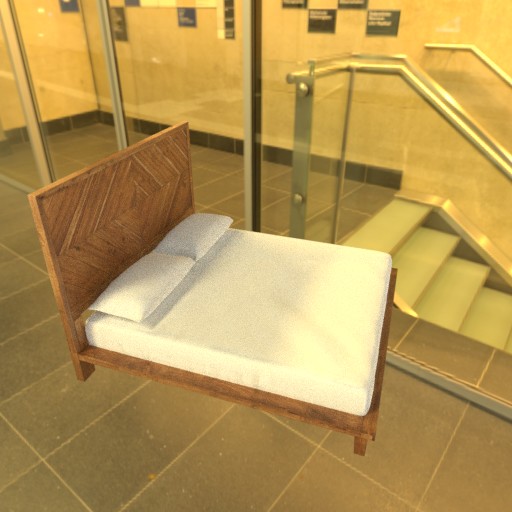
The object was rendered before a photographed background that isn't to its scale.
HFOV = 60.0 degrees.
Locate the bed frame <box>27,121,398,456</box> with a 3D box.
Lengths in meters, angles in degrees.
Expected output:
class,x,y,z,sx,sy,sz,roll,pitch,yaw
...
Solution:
class,x,y,z,sx,sy,sz,roll,pitch,yaw
bed frame,0.000,0.000,3.586,2.235,1.537,2.038,10,31,17
